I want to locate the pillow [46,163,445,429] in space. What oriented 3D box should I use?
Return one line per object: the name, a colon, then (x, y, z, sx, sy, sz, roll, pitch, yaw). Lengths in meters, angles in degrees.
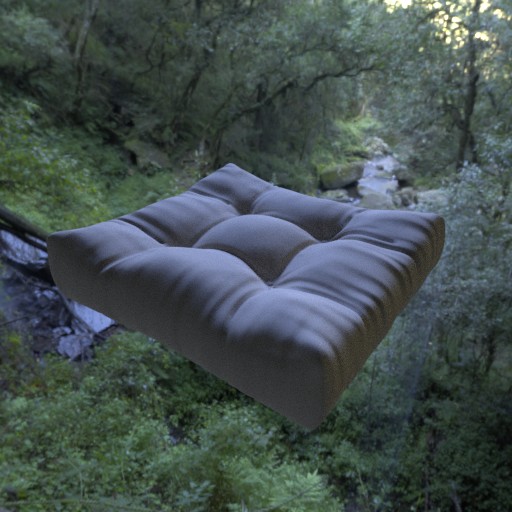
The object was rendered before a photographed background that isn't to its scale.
pillow: (0.000, 0.000, 0.729, 0.490, 0.128, 0.468, 20, 35, 31)
